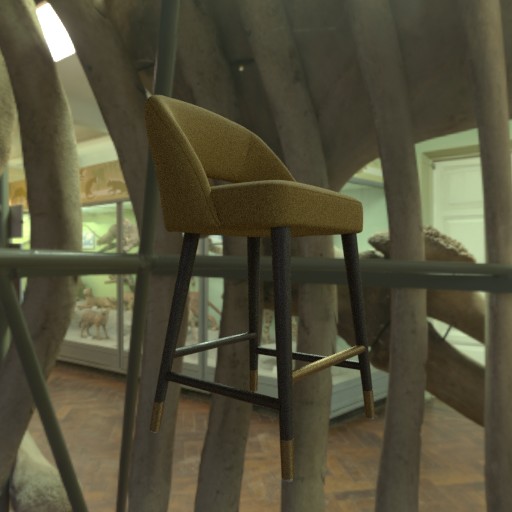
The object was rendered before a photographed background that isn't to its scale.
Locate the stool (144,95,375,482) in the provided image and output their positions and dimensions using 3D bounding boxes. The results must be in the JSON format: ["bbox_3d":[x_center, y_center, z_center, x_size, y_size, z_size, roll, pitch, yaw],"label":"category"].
[{"bbox_3d":[0.000,0.000,1.250,0.522,0.939,0.536,0,0,37],"label":"stool"}]
